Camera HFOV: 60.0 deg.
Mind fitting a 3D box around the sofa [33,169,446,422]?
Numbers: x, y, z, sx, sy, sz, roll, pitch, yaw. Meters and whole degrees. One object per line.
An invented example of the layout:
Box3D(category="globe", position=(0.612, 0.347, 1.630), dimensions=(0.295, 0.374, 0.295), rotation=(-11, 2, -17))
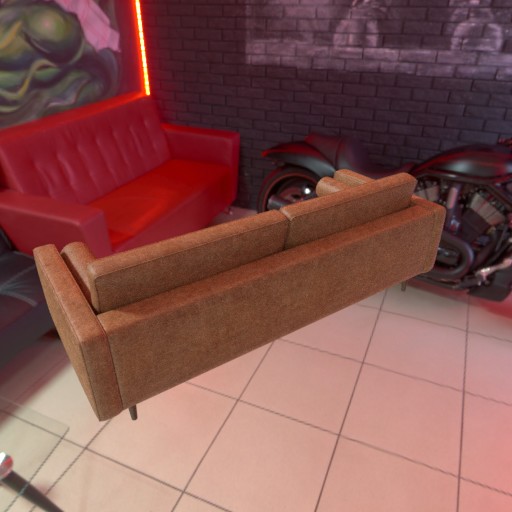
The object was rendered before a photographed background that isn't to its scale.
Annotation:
Box3D(category="sofa", position=(0.000, 0.000, 2.567), dimensions=(2.200, 0.770, 0.919), rotation=(-19, 35, -29))
